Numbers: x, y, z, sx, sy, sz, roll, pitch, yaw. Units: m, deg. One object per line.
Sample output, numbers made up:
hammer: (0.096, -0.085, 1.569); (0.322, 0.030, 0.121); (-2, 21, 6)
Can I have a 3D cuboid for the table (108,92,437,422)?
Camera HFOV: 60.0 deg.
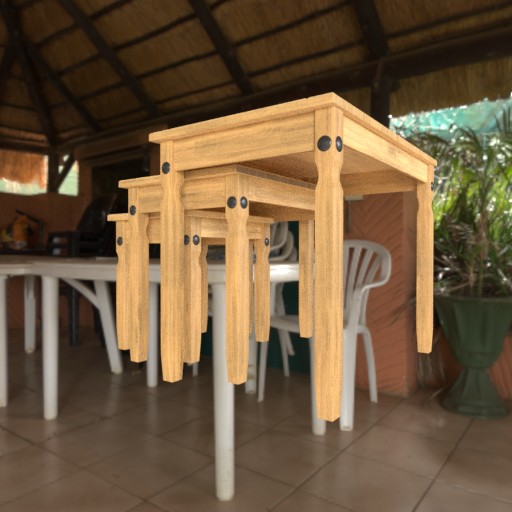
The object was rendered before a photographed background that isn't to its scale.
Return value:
table: (0.000, 0.000, 1.199); (0.773, 0.535, 0.660); (1, 1, 36)
